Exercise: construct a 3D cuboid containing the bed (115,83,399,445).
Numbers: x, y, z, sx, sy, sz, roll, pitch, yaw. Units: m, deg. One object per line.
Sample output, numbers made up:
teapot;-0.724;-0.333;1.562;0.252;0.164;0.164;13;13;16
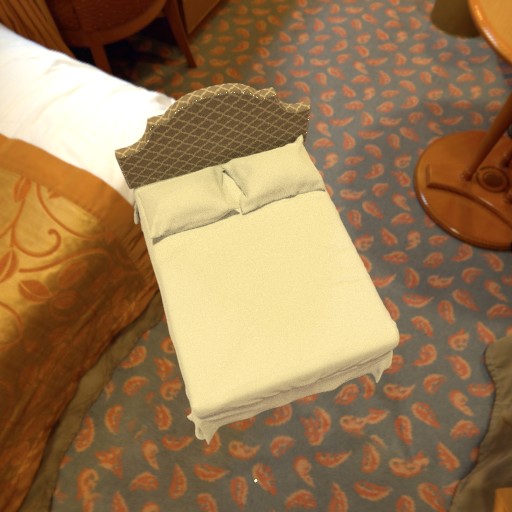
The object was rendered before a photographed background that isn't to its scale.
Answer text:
bed;0.000;0.000;3.420;1.780;1.633;2.222;-17;64;-8
